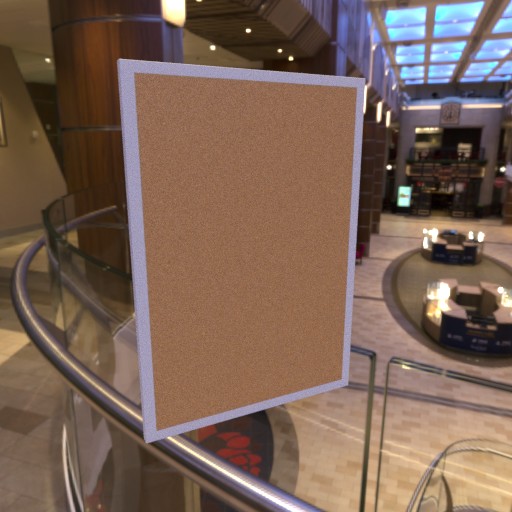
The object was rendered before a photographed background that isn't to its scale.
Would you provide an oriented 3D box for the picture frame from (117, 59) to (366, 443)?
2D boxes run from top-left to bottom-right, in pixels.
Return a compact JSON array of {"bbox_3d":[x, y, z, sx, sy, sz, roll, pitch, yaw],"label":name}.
[{"bbox_3d":[0.000,0.000,0.557,0.305,0.434,0.013,-7,16,-25],"label":"picture frame"}]
